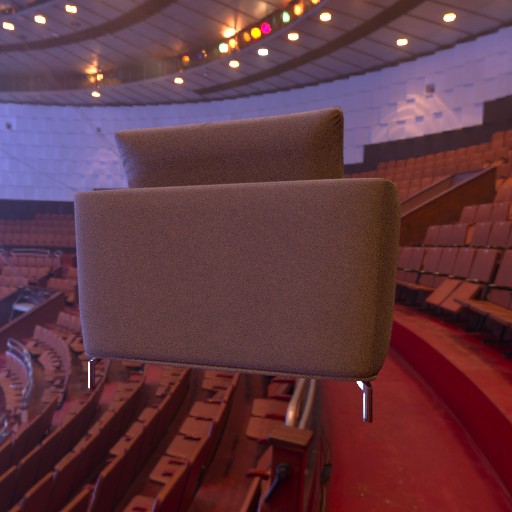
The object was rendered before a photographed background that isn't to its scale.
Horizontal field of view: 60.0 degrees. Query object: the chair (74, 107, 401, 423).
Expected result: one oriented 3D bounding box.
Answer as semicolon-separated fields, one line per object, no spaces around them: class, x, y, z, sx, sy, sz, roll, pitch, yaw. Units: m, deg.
chair;0.000;0.000;1.678;1.041;0.864;0.889;0;1;18
